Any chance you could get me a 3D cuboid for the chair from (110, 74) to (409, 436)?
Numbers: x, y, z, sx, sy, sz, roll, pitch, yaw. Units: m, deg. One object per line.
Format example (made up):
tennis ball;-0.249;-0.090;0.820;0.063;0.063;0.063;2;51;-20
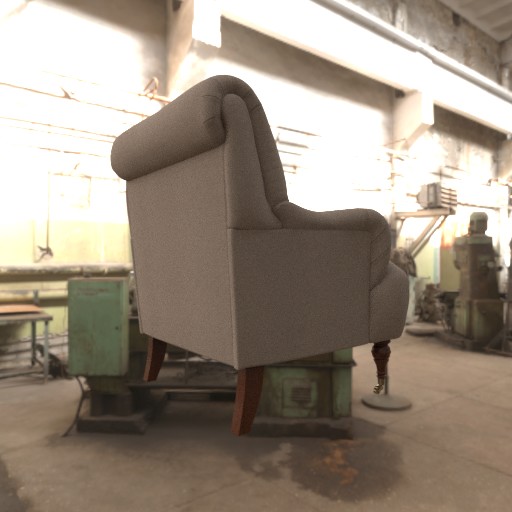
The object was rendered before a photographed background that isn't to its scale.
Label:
chair;0.000;0.000;1.591;0.842;0.942;0.766;0;0;-36
